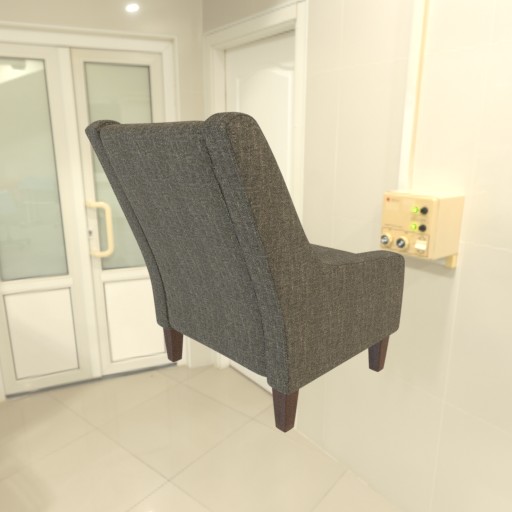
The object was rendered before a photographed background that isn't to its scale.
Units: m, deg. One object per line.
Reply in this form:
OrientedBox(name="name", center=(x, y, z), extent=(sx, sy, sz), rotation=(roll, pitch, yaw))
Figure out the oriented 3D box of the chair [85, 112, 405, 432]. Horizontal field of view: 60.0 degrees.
OrientedBox(name="chair", center=(0.000, 0.000, 1.727), extent=(0.944, 1.012, 0.793), rotation=(-14, 20, -42))
